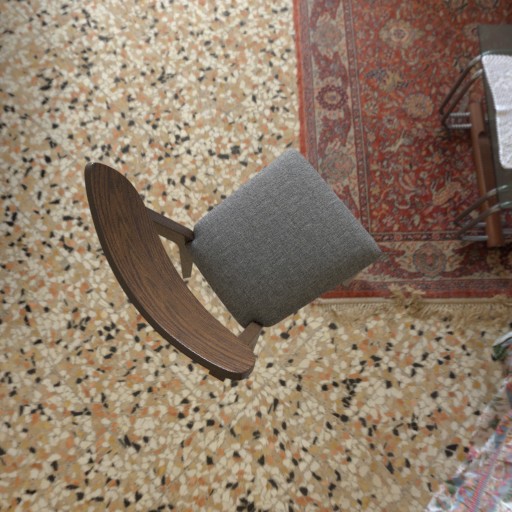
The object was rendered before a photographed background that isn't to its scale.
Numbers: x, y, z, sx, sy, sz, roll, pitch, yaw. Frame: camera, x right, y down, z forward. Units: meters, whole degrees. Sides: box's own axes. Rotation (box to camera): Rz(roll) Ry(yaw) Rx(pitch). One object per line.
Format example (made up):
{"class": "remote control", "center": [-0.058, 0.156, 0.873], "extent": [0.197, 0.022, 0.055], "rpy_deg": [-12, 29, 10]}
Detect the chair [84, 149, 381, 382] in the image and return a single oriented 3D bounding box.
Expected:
{"class": "chair", "center": [0.000, 0.000, 1.212], "extent": [0.583, 0.849, 0.491], "rpy_deg": [-35, 78, -9]}
